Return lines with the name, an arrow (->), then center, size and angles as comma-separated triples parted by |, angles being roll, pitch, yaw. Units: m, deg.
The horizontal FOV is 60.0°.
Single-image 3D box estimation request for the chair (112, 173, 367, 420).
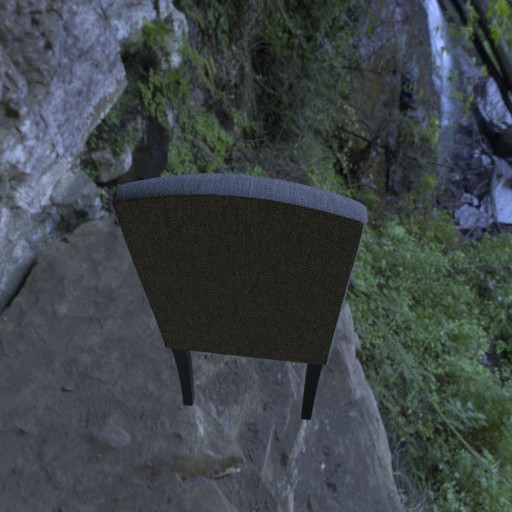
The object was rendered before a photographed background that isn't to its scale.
chair -> 0.000, 0.000, 1.248 | 0.451, 0.917, 0.580 | 5, 47, 5
